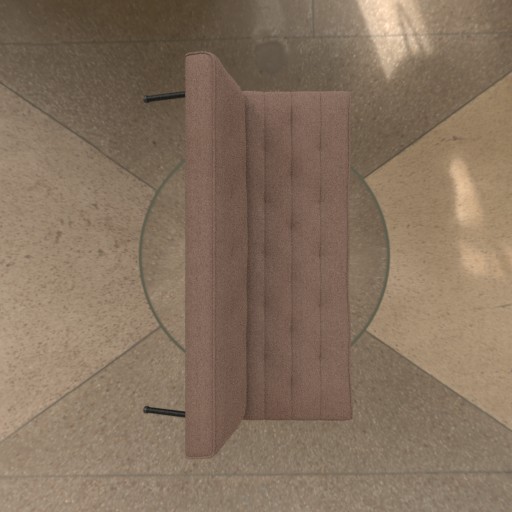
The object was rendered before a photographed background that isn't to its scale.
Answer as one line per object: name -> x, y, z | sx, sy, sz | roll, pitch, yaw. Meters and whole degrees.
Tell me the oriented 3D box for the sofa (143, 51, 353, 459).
sofa -> 0.000, 0.000, 2.333 | 1.038, 0.810, 1.820 | 0, 90, 1
